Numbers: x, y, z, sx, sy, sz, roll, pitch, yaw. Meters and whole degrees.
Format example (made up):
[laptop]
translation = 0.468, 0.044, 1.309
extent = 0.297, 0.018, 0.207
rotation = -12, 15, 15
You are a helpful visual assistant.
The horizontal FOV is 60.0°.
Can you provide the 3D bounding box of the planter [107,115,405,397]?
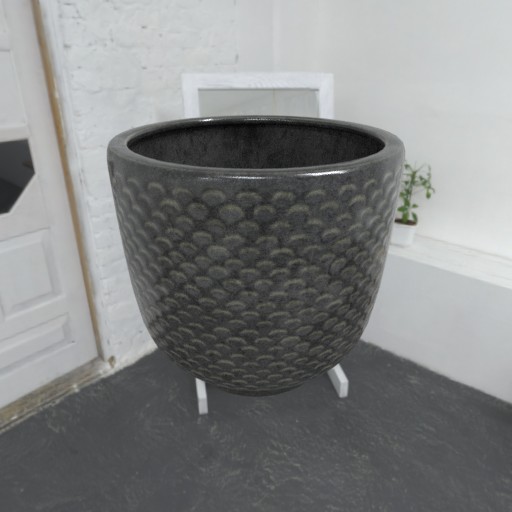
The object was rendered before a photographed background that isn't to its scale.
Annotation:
[planter]
translation = 0.000, 0.000, 0.242
extent = 0.140, 0.129, 0.140
rotation = 0, 26, 0
